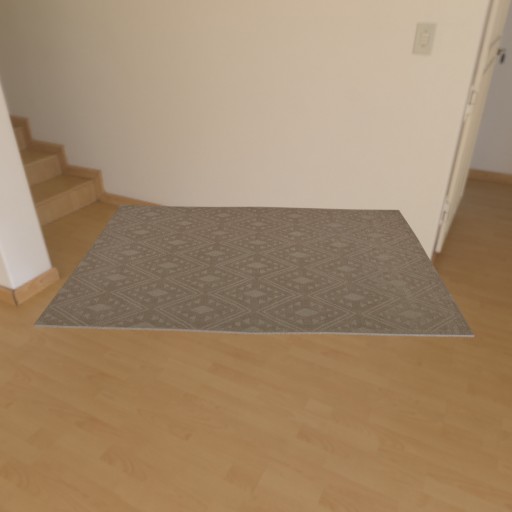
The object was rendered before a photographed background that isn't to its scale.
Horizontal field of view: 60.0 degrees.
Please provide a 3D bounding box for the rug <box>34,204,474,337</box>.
[{"bbox_3d":[0.000,0.000,2.366,1.829,0.034,1.252,1,30,1],"label":"rug"}]
